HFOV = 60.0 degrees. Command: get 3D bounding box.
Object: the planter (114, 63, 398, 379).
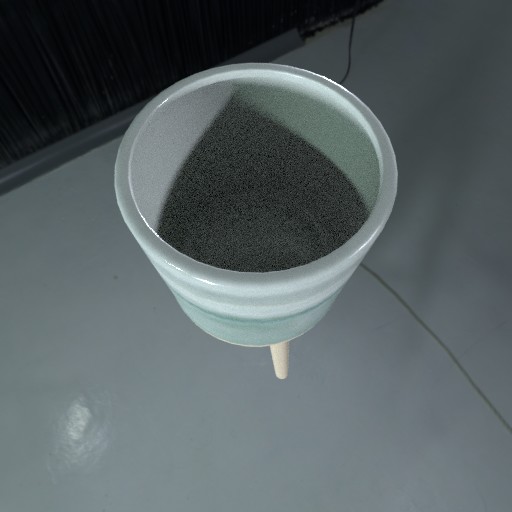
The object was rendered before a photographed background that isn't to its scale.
[{"bbox_3d":[0.000,0.000,0.594,0.265,0.404,0.265,-35,68,-16],"label":"planter"}]
